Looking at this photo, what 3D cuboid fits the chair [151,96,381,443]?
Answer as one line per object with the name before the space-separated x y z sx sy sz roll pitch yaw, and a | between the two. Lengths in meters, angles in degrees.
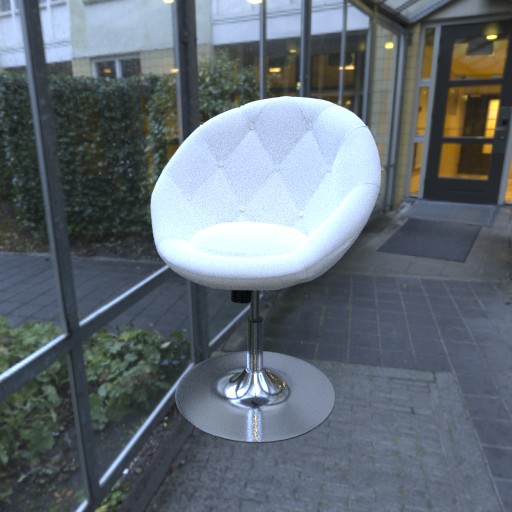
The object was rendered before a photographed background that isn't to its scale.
chair | 0.000 0.000 1.814 0.940 1.261 0.736 8 18 25
